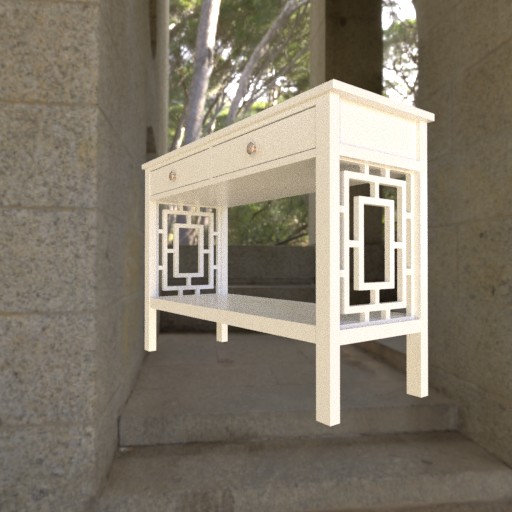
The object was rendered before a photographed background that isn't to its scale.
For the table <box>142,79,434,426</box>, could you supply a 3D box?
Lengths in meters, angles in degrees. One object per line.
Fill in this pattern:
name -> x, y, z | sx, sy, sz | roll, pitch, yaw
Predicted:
table -> 0.000, 0.000, 1.491 | 0.397, 0.753, 1.068 | 0, -1, -36
